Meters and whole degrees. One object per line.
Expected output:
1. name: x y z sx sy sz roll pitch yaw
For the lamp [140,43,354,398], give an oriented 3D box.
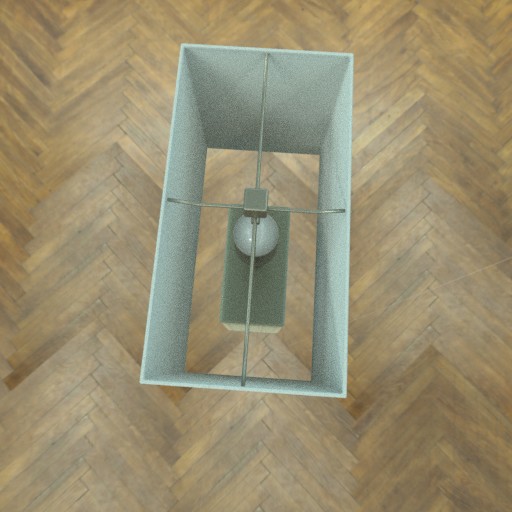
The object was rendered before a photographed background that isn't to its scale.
1. lamp: 0.000 0.000 0.706 0.200 0.515 0.380 4 77 1
